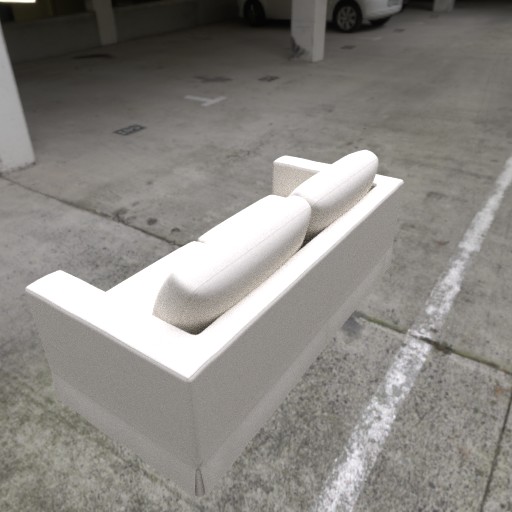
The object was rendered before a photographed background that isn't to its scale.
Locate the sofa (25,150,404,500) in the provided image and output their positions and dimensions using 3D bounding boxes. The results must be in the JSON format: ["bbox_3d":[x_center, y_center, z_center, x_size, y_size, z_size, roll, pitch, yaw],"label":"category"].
[{"bbox_3d":[0.000,0.000,2.509,0.954,0.881,2.163,19,36,29],"label":"sofa"}]
